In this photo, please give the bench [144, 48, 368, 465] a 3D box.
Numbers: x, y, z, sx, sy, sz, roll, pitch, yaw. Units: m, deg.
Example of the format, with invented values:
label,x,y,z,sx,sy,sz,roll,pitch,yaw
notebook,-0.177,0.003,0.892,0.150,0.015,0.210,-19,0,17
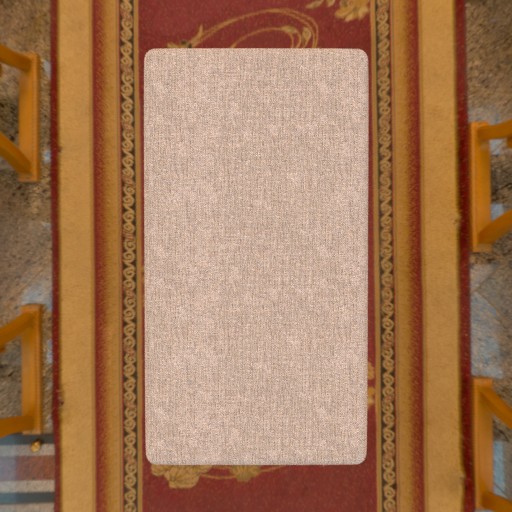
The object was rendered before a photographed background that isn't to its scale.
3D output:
label,x,y,z,sx,sy,sz,roll,pitch,yaw
bench,0.000,0.000,0.938,0.366,0.467,0.681,0,91,0
